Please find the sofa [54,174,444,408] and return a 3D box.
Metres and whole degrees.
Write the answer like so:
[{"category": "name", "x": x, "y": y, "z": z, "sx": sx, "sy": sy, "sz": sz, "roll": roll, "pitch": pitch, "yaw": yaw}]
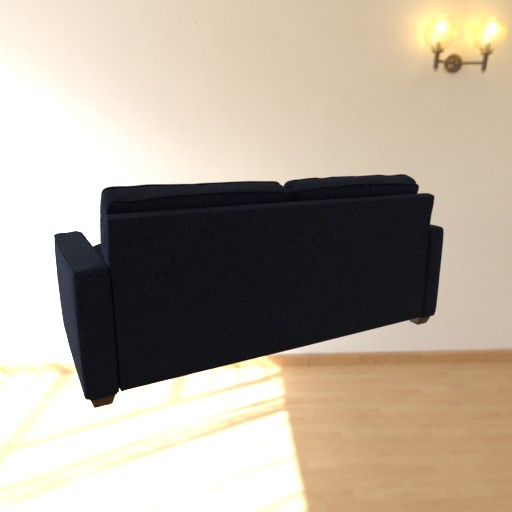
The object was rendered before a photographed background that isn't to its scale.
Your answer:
[{"category": "sofa", "x": 0.000, "y": 0.000, "z": 2.554, "sx": 2.080, "sy": 0.919, "sz": 0.940, "roll": -7, "pitch": 16, "yaw": -27}]
